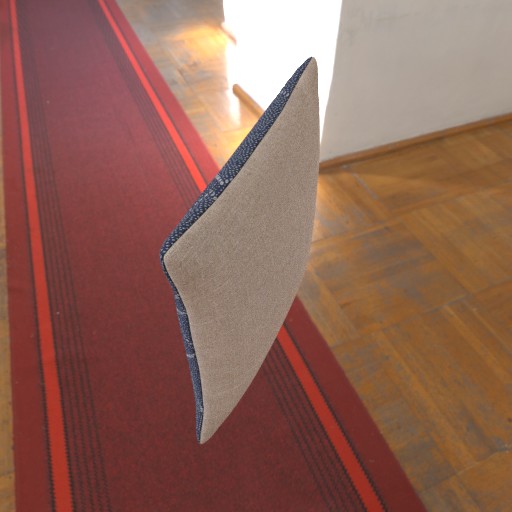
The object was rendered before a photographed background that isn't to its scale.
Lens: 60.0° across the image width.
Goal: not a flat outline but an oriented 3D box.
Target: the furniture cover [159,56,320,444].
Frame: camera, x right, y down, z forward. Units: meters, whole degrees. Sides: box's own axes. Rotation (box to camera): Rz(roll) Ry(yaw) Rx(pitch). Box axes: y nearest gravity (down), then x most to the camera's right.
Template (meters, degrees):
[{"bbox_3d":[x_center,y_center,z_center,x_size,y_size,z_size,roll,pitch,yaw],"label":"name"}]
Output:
[{"bbox_3d":[0.000,0.000,0.780,0.162,0.503,0.511,17,49,15],"label":"furniture cover"}]
